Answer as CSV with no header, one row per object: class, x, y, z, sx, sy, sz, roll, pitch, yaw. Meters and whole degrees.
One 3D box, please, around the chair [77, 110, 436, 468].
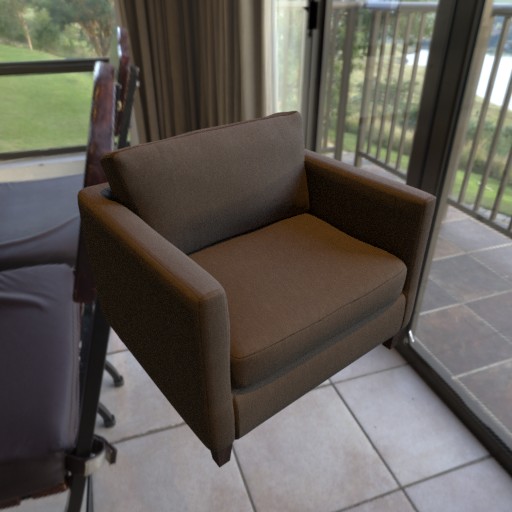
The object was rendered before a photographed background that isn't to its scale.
chair,0.000,0.000,1.846,1.107,0.963,0.959,-22,38,-32
